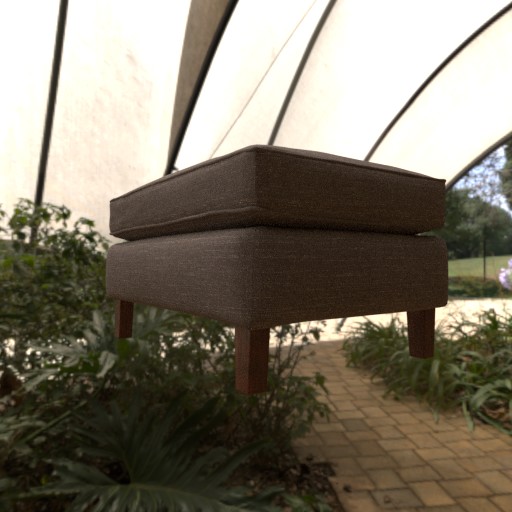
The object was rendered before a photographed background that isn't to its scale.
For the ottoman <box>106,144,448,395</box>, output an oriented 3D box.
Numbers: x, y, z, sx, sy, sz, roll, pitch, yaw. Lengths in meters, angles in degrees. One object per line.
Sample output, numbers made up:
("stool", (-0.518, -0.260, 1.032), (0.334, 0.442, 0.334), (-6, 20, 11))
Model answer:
("ottoman", (0.000, 0.000, 0.998), (0.508, 0.406, 0.686), (1, -1, -35))
